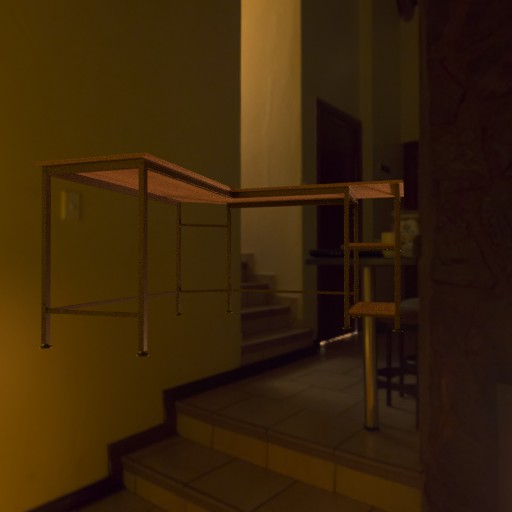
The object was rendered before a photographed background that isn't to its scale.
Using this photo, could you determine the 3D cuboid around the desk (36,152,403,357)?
[{"bbox_3d":[0.000,0.000,2.192,1.379,0.739,1.379,0,0,19],"label":"desk"}]
